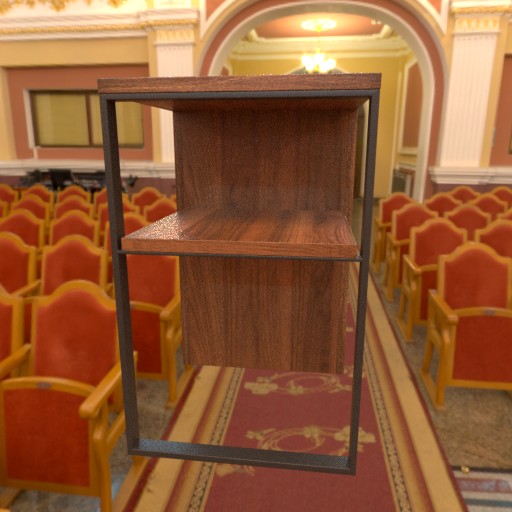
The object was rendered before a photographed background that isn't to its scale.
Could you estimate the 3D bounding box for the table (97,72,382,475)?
[{"bbox_3d":[0.000,0.000,1.515,0.660,1.041,0.786,2,14,7],"label":"table"}]
